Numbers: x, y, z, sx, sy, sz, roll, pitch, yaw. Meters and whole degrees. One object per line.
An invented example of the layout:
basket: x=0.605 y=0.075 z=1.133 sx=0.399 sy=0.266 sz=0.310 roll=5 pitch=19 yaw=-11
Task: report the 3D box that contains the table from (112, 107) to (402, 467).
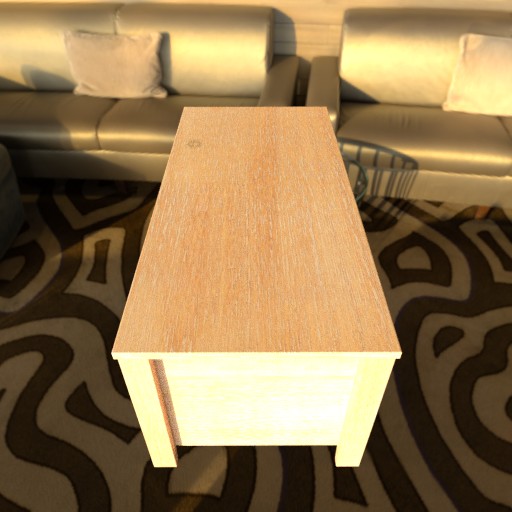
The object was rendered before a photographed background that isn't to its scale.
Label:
table: x=0.000 y=0.000 z=1.268 sx=0.483 sy=0.457 sz=1.016 roll=0 pitch=41 yaw=0
